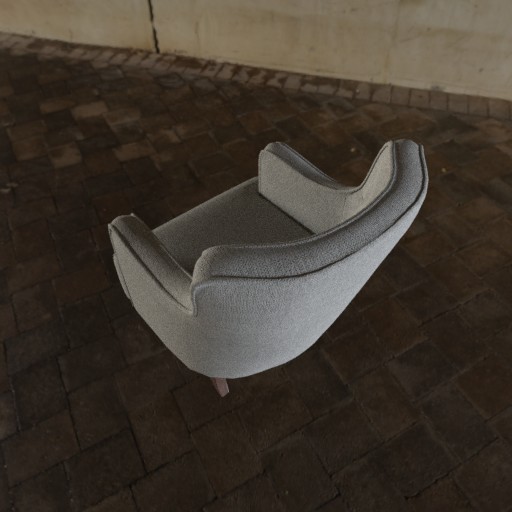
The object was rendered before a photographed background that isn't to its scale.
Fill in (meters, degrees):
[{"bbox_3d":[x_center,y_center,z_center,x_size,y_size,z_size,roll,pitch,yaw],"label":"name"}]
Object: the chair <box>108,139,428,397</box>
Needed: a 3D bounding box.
[{"bbox_3d":[0.000,0.000,1.585,0.820,0.920,0.910,-33,55,-26],"label":"chair"}]
